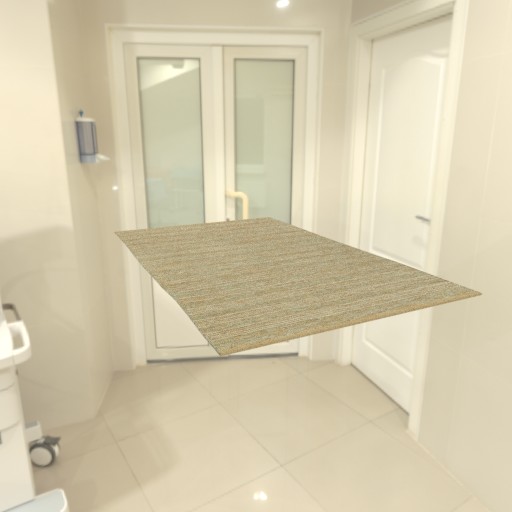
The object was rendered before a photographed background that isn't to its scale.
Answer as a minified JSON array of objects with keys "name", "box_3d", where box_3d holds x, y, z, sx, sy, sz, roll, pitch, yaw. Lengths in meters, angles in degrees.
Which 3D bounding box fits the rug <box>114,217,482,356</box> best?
[{"name":"rug","box_3d":[0.000,0.000,3.120,1.540,0.012,2.448,-8,18,-25]}]
